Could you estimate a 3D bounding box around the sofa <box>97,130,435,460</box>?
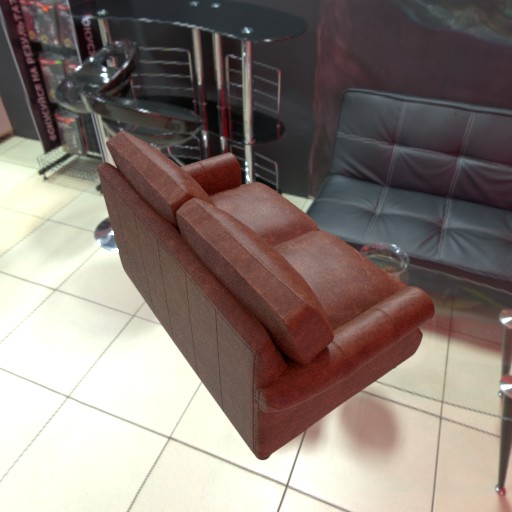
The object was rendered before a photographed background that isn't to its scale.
[{"bbox_3d":[0.000,0.000,2.221,0.990,0.967,1.616,-25,46,-26],"label":"sofa"}]
